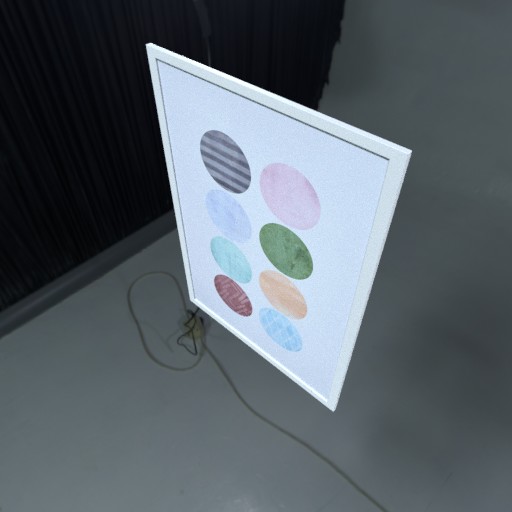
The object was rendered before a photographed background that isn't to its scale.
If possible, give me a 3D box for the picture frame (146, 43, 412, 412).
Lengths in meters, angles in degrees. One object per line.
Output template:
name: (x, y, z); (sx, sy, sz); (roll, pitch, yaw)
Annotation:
picture frame: (0.000, 0.000, 1.197); (0.659, 0.940, 0.013); (33, 55, 27)
